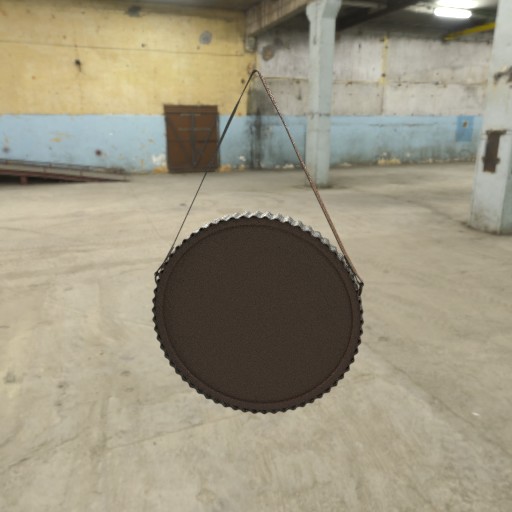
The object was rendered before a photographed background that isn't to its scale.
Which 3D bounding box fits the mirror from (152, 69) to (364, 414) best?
[{"bbox_3d":[0.000,0.000,0.727,0.355,0.568,0.042,2,16,8],"label":"mirror"}]
